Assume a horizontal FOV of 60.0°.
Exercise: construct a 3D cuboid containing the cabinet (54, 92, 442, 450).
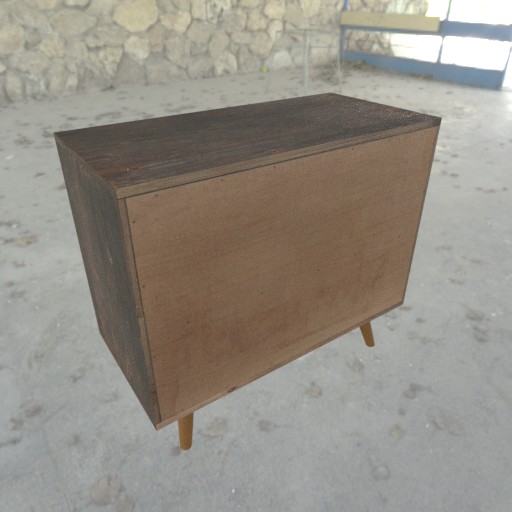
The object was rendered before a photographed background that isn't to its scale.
[{"bbox_3d":[0.000,0.000,1.521,1.023,0.897,0.529,-19,36,-29],"label":"cabinet"}]
